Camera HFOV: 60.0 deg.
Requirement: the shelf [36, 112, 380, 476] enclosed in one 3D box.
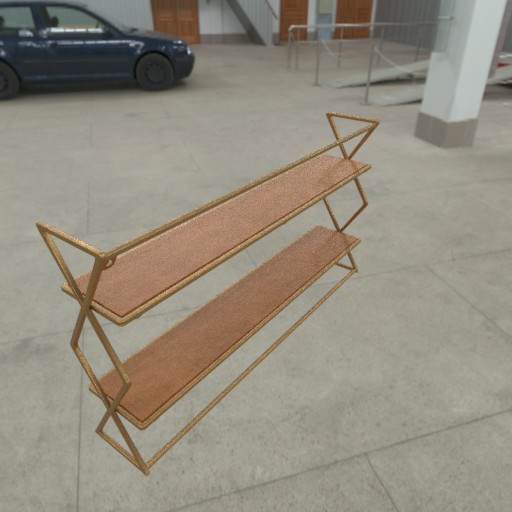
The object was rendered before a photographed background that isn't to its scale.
[{"bbox_3d":[0.000,0.000,0.975,0.150,0.450,0.822,21,37,31],"label":"shelf"}]
